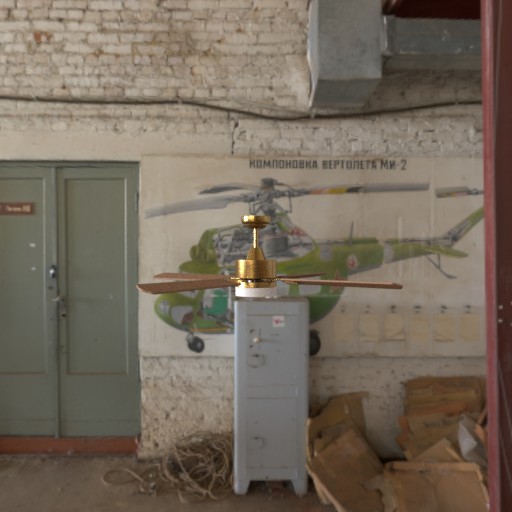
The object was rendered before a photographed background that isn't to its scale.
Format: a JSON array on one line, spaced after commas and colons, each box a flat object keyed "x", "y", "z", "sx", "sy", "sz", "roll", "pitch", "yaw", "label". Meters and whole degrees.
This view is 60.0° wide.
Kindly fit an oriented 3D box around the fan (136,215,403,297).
[{"x": 0.000, "y": 0.000, "z": 2.008, "sx": 1.320, "sy": 0.355, "sz": 1.320, "roll": 0, "pitch": 1, "yaw": 36, "label": "fan"}]
